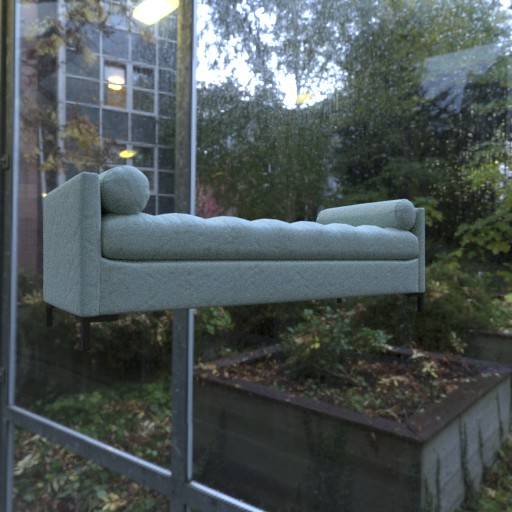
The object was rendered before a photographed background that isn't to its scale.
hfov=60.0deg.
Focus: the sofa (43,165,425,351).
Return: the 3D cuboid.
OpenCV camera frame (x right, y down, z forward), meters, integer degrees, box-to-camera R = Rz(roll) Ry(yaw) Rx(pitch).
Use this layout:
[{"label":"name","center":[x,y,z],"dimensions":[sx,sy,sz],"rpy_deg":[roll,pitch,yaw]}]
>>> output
[{"label":"sofa","center":[0.000,0.000,2.505],"dimensions":[2.102,0.705,0.796],"rpy_deg":[0,0,-35]}]
